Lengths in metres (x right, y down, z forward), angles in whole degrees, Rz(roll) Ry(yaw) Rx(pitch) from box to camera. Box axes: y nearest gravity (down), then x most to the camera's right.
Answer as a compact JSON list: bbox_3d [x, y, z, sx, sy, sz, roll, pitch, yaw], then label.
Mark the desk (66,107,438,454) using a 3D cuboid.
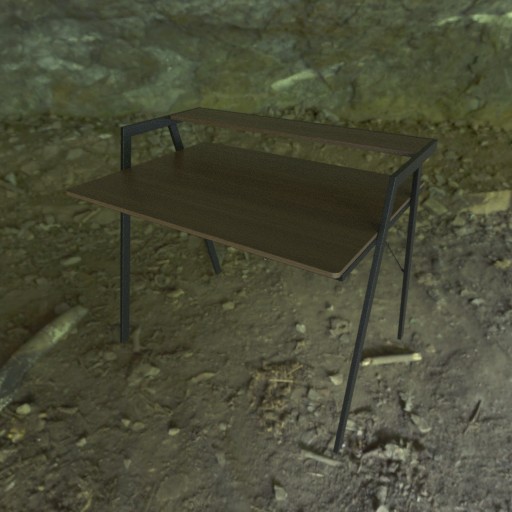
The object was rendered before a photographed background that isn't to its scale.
[{"bbox_3d":[0.000,0.000,1.894,1.143,0.998,0.936,18,34,28],"label":"desk"}]
